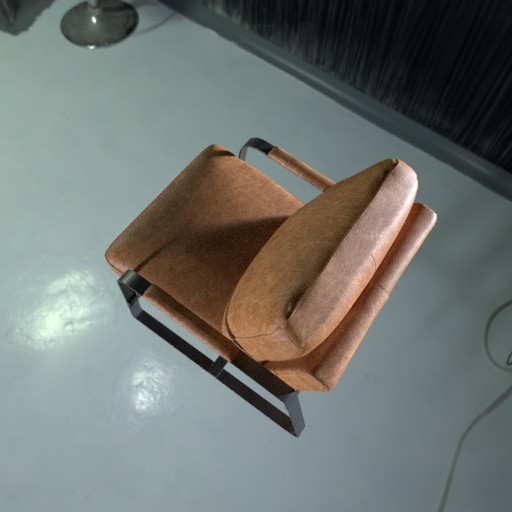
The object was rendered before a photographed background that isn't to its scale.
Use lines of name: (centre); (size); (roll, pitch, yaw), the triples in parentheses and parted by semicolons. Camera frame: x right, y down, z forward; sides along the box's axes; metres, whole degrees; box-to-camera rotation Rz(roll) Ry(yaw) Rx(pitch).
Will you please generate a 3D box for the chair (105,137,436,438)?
chair: (0.000, 0.000, 1.380); (0.801, 0.777, 0.651); (32, 67, 15)
